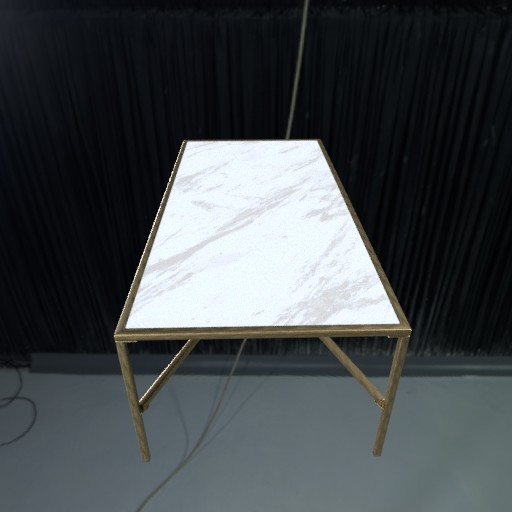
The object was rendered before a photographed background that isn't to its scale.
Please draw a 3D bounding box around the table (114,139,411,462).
[{"bbox_3d":[0.000,0.000,1.468,0.577,0.405,1.197,-1,32,-1],"label":"table"}]
